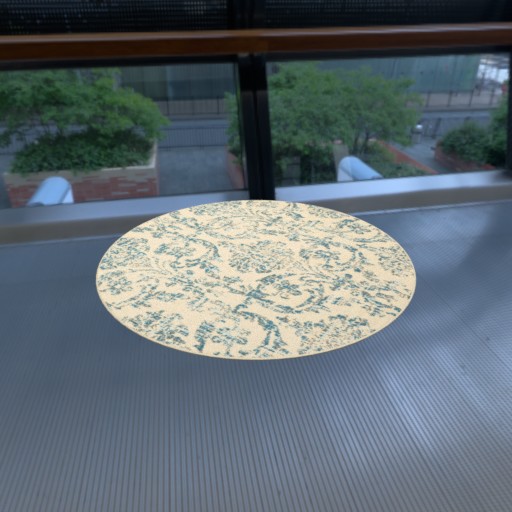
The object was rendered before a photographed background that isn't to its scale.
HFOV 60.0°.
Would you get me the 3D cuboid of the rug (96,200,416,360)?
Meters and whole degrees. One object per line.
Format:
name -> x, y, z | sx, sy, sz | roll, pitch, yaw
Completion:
rug -> 0.000, 0.000, 2.313 | 1.593, 0.012, 1.593 | 0, 28, 0
